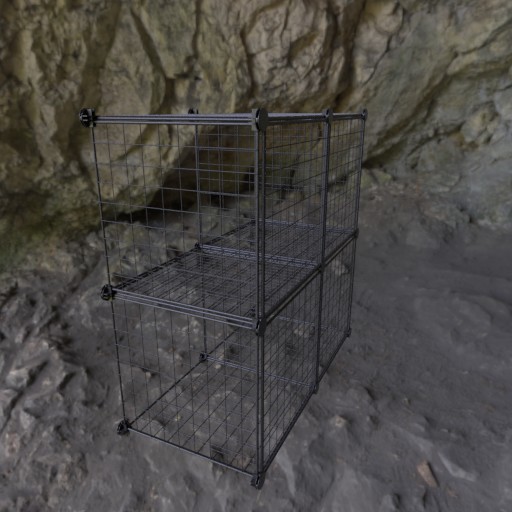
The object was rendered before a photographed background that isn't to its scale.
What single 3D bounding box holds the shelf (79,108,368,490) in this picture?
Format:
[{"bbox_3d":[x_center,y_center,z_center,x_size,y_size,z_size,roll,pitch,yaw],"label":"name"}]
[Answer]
[{"bbox_3d":[0.000,0.000,1.126,0.356,0.711,0.711,9,20,25],"label":"shelf"}]
